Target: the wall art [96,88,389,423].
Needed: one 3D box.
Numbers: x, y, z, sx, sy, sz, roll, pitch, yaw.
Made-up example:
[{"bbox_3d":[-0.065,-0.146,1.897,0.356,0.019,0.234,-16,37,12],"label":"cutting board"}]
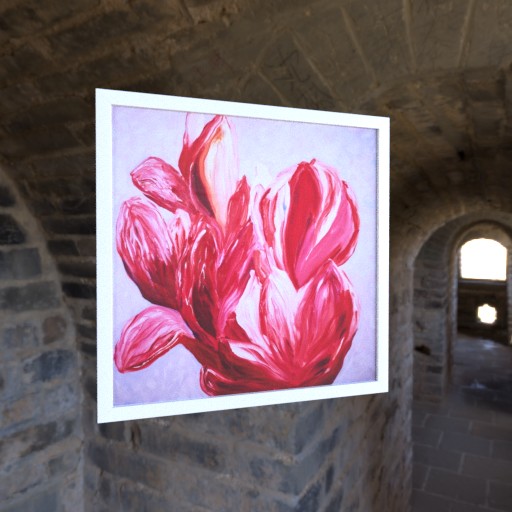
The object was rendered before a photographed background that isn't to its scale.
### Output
[{"bbox_3d":[0.000,0.000,0.981,0.664,0.661,0.020,0,1,-17],"label":"wall art"}]
